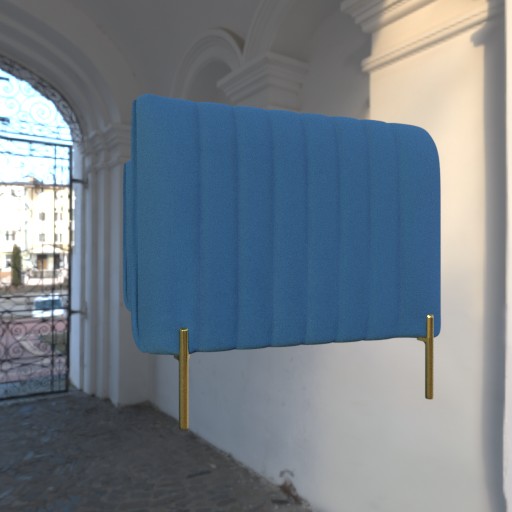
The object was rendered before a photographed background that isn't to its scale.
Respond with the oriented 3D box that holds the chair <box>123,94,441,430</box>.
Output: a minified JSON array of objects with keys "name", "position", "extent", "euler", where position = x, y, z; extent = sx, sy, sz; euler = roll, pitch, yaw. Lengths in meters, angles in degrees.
[{"name":"chair","position":[0.000,0.000,1.554],"extent":[0.877,0.793,0.947],"euler":[0,0,-18]}]
